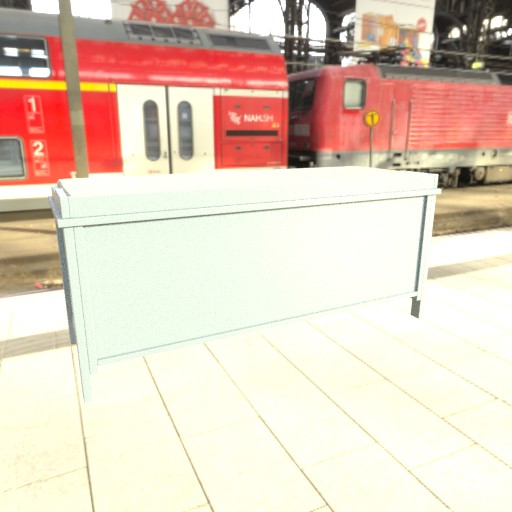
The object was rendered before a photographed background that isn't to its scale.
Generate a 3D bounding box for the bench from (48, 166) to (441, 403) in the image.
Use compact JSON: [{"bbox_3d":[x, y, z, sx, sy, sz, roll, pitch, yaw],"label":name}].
[{"bbox_3d":[0.000,0.000,1.408,1.140,0.501,0.398,-8,18,-26],"label":"bench"}]
